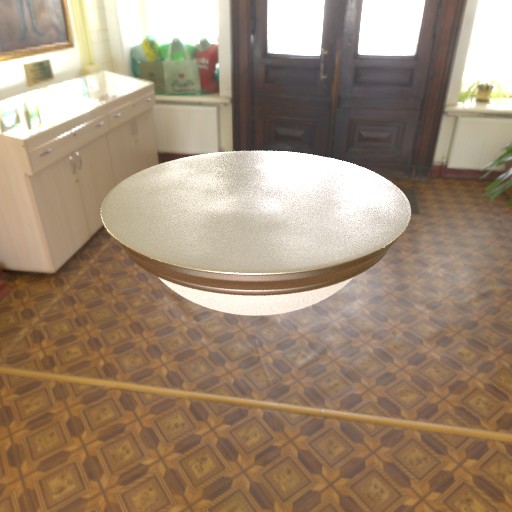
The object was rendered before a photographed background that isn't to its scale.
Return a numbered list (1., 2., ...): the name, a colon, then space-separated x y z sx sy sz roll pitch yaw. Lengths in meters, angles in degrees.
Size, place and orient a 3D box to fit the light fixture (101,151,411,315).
1. light fixture: 0.000 0.000 0.450 0.280 0.135 0.280 0 30 0
